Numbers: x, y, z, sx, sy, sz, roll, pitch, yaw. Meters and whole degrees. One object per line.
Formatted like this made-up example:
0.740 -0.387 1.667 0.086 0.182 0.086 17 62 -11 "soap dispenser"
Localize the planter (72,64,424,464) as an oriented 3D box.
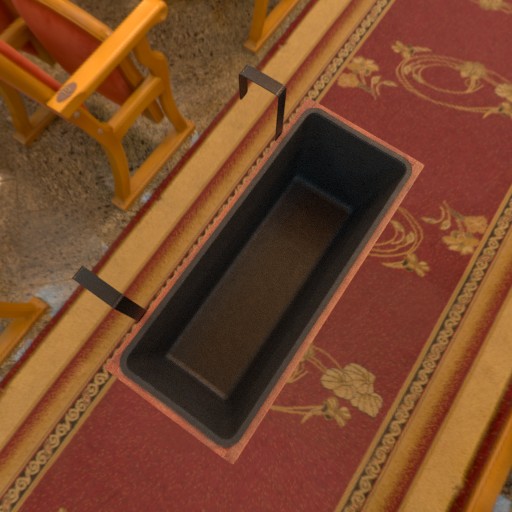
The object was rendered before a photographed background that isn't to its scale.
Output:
0.000 0.000 0.643 0.262 0.289 0.480 33 77 9 "planter"
